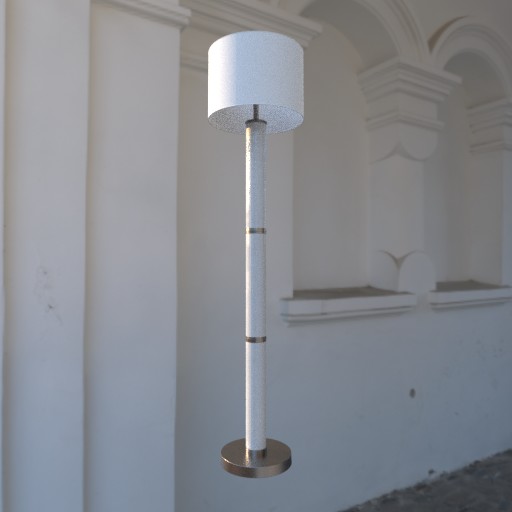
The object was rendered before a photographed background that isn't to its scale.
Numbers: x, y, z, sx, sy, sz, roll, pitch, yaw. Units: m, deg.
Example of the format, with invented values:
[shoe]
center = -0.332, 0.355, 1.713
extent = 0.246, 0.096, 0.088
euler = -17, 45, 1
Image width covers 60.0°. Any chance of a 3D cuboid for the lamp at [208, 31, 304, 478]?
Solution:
[lamp]
center = 0.000, 0.000, 1.742
extent = 0.377, 1.599, 0.377
euler = 0, -1, -16
